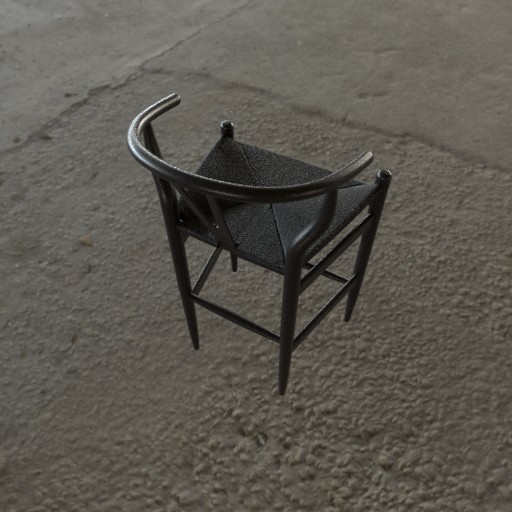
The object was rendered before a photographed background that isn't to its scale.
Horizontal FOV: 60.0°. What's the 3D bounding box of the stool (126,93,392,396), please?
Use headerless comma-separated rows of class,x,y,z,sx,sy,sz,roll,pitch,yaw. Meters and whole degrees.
stool,0.000,0.000,1.345,0.569,0.970,0.579,23,51,20
